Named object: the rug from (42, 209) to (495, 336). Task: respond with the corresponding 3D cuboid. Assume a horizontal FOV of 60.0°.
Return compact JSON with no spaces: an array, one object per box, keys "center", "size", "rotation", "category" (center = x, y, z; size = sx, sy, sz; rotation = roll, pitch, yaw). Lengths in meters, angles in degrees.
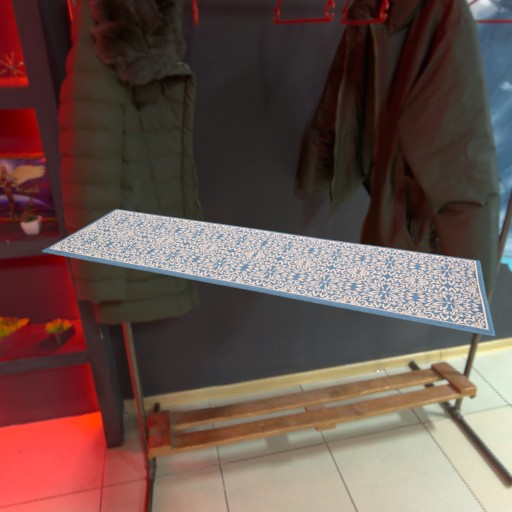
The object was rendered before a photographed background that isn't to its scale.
[{"center":[0.000,0.000,2.316],"size":[2.196,0.011,0.662],"rotation":[9,29,17],"category":"rug"}]
